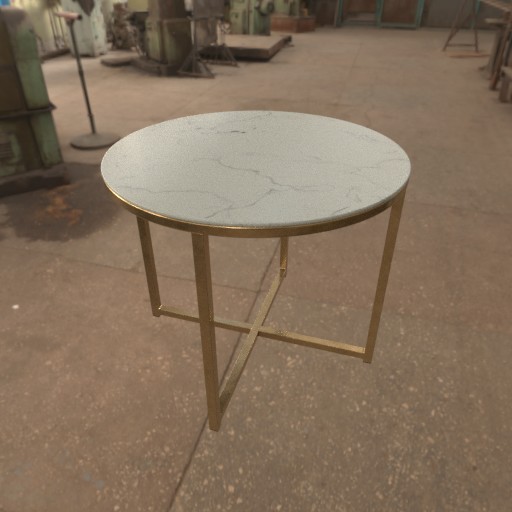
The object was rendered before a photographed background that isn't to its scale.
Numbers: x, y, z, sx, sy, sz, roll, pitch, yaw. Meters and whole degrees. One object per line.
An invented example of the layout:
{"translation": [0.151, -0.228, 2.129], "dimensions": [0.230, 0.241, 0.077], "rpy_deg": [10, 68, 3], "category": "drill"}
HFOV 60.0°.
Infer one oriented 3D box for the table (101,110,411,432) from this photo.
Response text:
{"translation": [0.000, 0.000, 0.858], "dimensions": [0.500, 0.420, 0.500], "rpy_deg": [0, 33, 0], "category": "table"}
